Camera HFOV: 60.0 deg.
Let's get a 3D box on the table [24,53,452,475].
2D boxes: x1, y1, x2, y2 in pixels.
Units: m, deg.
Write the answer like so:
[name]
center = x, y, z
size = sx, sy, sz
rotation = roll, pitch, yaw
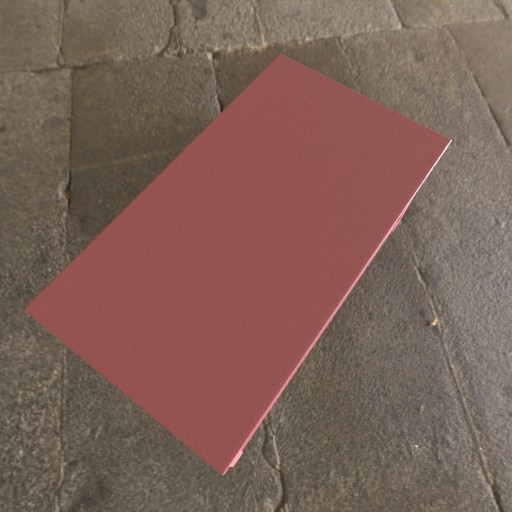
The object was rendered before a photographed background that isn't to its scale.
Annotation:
[table]
center = 0.000, 0.000, 1.385
size = 0.612, 0.493, 1.068
rotation = 33, 69, 15
